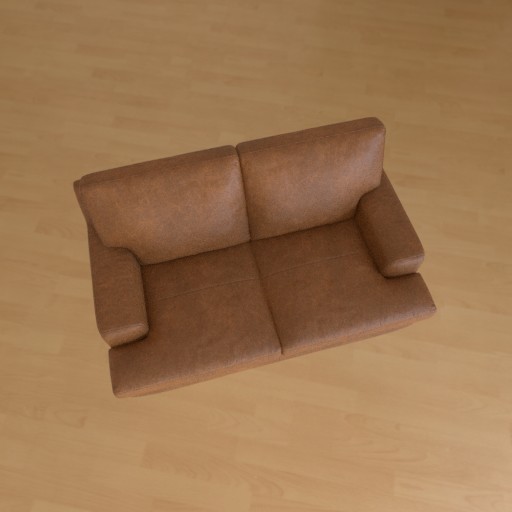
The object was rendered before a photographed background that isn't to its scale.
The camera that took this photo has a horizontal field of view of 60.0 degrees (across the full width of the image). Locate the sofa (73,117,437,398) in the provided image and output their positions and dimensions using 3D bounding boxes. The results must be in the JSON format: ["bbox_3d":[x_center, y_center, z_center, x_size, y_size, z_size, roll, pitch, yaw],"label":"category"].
[{"bbox_3d":[0.000,0.000,2.559,1.880,0.966,1.144,-13,64,-6],"label":"sofa"}]
